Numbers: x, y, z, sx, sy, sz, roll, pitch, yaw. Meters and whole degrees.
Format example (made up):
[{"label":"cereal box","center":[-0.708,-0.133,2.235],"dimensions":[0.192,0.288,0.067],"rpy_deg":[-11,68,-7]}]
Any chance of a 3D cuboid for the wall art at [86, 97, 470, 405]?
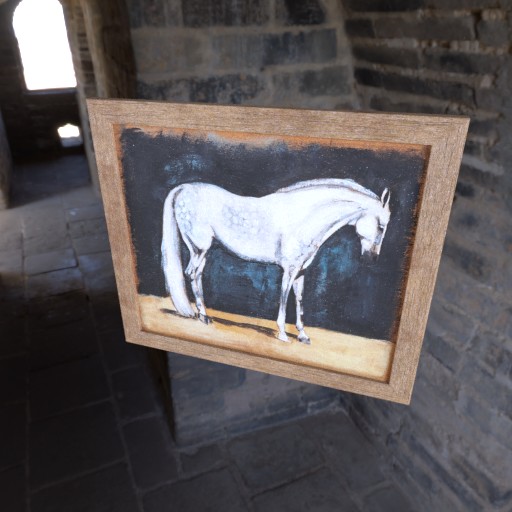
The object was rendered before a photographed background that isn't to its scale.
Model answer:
[{"label":"wall art","center":[0.000,0.000,0.910],"dimensions":[0.690,0.588,0.026],"rpy_deg":[9,28,16]}]
